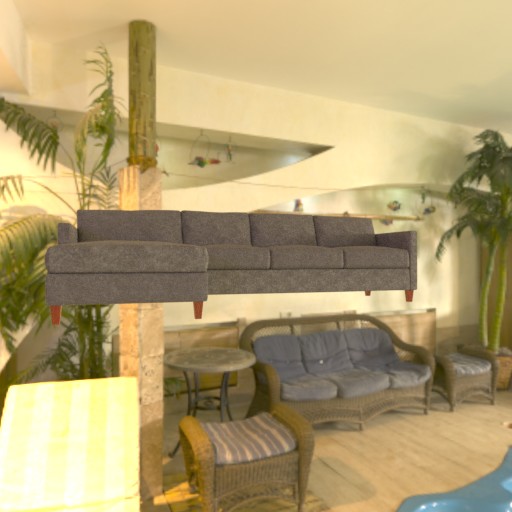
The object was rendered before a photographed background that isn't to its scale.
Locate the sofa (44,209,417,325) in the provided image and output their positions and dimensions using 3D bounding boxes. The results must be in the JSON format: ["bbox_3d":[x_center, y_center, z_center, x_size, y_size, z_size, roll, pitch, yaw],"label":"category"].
[{"bbox_3d":[0.000,0.000,4.227,3.471,0.954,1.606,0,0,-17],"label":"sofa"}]
